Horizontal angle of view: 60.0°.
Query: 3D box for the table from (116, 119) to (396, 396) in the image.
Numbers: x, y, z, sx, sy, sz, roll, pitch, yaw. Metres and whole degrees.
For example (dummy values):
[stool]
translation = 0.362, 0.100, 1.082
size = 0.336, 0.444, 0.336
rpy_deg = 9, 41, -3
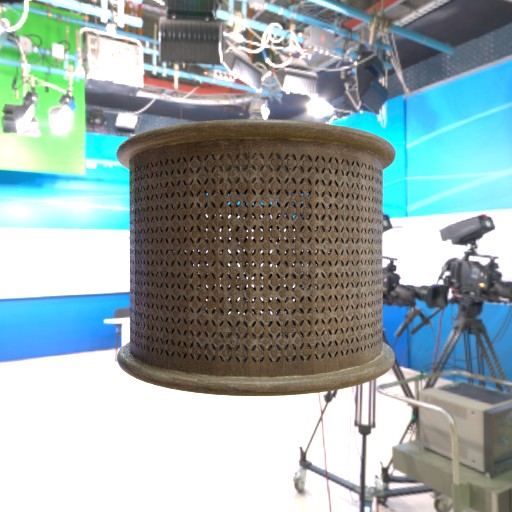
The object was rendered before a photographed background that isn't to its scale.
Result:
[table]
translation = 0.000, 0.000, 1.011
size = 0.607, 0.450, 0.607
rpy_deg = 0, 1, 0
